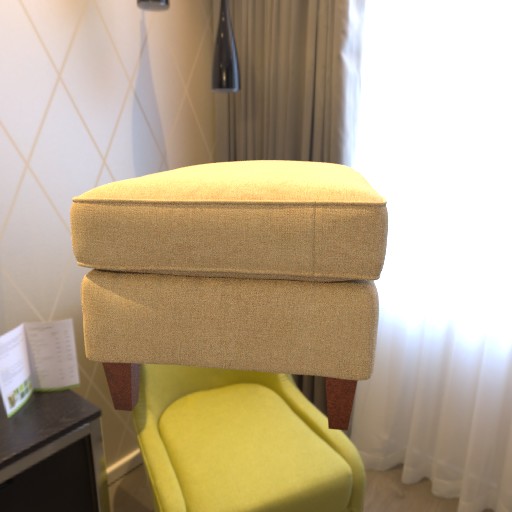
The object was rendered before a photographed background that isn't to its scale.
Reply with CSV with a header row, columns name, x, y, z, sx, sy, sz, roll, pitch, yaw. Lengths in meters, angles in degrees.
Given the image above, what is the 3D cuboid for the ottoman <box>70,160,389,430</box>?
name,x,y,z,sx,sy,sz,roll,pitch,yaw
ottoman,0.000,0.000,1.201,0.583,0.484,0.862,2,15,8
